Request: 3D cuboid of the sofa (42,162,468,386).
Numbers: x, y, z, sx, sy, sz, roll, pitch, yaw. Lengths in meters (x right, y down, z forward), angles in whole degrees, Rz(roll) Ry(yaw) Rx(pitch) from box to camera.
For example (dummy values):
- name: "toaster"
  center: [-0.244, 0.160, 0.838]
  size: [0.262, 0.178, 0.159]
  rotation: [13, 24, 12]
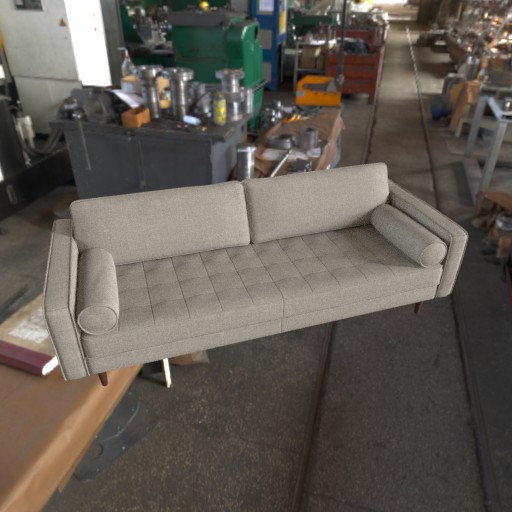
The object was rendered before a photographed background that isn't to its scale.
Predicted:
- name: "sofa"
  center: [0.000, 0.000, 2.597]
  size: [2.211, 0.762, 0.914]
  rotation: [-10, 33, -15]
